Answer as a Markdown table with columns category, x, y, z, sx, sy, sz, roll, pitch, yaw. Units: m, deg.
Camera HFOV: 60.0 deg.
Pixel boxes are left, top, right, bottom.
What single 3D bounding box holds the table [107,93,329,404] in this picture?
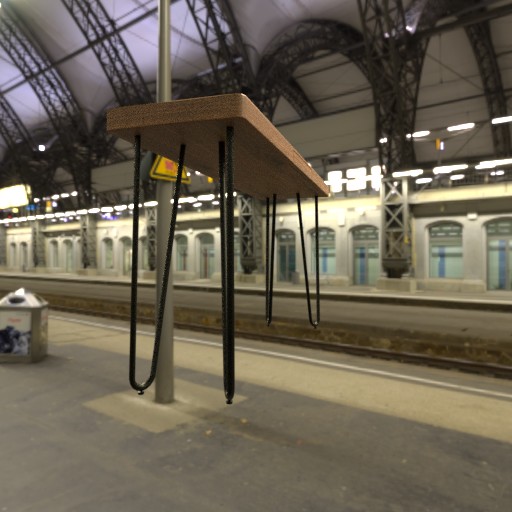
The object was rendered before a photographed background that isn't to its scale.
| category | x | y | z | sx | sy | sz | roll | pitch | yaw |
| --- | --- | --- | --- | --- | --- | --- | --- | --- | --- |
| table | 0.000 | 0.000 | 1.951 | 0.425 | 0.834 | 1.570 | 0 | 0 | 17 |
